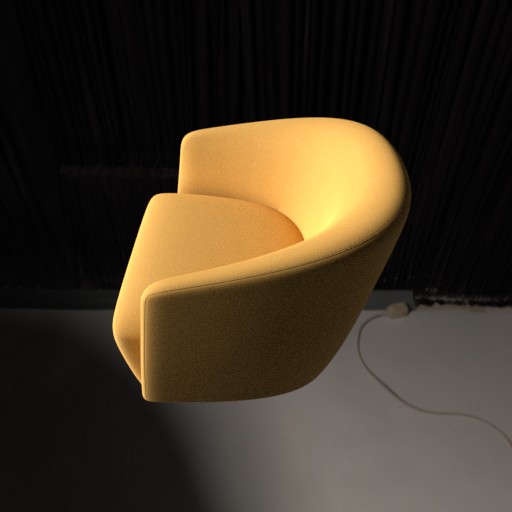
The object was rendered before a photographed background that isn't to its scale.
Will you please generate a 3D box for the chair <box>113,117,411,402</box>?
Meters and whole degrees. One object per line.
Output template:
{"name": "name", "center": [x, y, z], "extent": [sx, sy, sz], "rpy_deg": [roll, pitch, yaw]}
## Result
{"name": "chair", "center": [0.000, 0.000, 1.361], "extent": [0.767, 0.698, 0.773], "rpy_deg": [0, 40, 0]}
